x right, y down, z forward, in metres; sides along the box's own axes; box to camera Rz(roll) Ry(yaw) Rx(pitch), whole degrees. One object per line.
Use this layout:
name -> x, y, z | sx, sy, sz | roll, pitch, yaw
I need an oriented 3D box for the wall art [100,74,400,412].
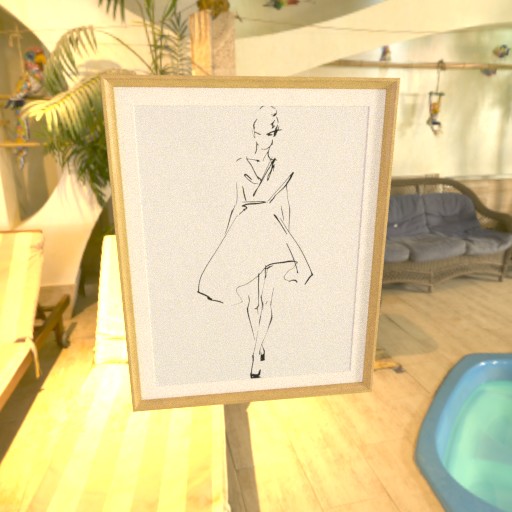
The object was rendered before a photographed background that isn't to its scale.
wall art -> 0.000, 0.000, 1.331 | 0.798, 1.002, 0.030 | -2, 18, -8
